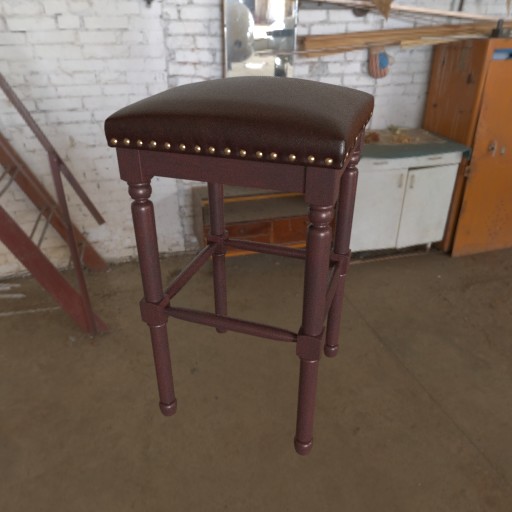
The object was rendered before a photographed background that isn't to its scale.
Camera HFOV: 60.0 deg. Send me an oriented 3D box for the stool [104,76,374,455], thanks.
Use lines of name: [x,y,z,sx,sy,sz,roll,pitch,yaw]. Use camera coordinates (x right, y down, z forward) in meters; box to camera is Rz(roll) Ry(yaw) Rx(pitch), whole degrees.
stool: [0.000,0.000,0.936,0.383,0.702,0.382,9,30,17]
